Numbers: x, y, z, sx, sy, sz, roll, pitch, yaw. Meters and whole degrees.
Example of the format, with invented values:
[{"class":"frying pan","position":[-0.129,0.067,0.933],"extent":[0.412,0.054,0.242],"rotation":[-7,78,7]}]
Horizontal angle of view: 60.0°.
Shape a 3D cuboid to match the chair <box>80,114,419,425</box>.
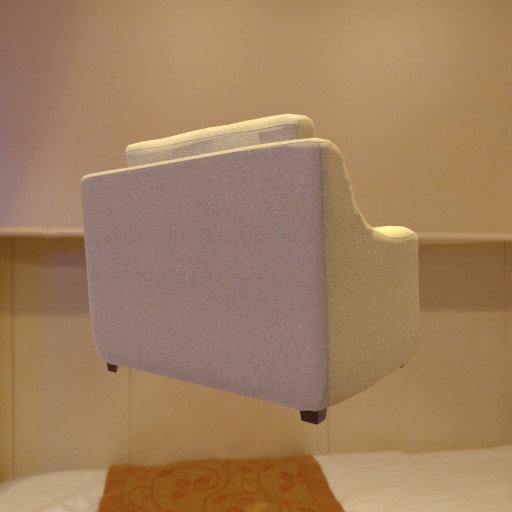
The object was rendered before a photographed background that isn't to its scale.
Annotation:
[{"class":"chair","position":[0.000,0.000,1.968],"extent":[1.178,1.016,1.009],"rotation":[1,1,36]}]
